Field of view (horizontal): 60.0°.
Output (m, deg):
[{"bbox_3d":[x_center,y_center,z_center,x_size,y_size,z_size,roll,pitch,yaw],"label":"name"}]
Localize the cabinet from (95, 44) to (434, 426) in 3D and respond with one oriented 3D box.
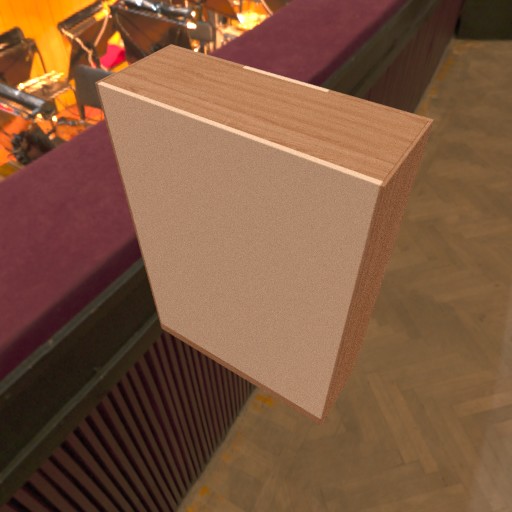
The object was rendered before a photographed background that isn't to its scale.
[{"bbox_3d":[0.000,0.000,2.826,1.500,2.120,0.590,26,52,22],"label":"cabinet"}]
